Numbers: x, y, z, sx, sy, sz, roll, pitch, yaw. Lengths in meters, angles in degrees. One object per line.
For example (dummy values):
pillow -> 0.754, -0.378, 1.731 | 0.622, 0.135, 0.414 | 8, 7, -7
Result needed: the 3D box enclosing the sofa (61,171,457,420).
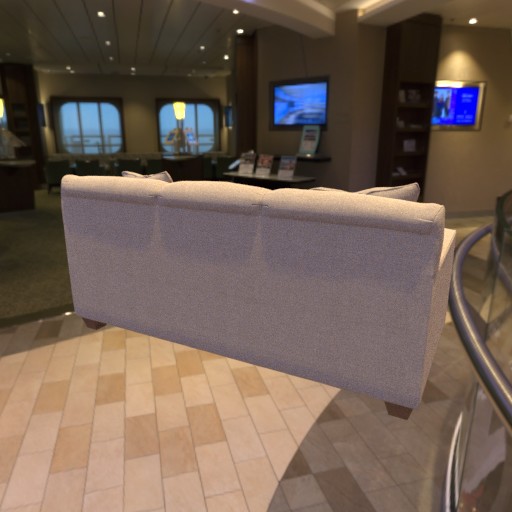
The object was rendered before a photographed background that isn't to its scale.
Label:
sofa -> 0.000, 0.000, 2.540 | 2.024, 0.958, 0.997 | 8, 18, 27
